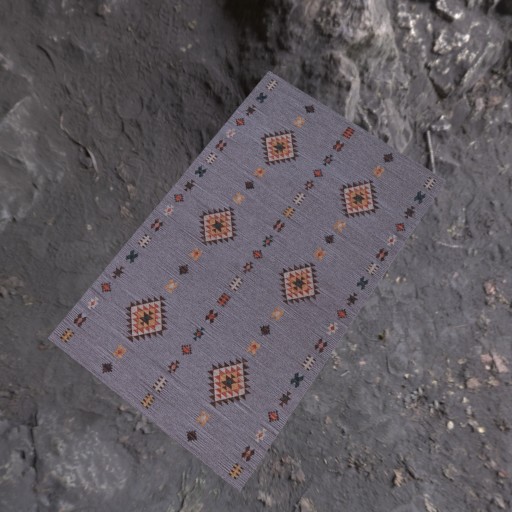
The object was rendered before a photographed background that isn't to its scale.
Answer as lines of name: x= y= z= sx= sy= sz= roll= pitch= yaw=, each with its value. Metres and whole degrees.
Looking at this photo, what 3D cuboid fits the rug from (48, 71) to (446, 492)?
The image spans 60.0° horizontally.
rug: x=0.000 y=0.000 z=2.951 sx=1.515 sy=0.007 sz=2.427 roll=35 pitch=78 yaw=8
